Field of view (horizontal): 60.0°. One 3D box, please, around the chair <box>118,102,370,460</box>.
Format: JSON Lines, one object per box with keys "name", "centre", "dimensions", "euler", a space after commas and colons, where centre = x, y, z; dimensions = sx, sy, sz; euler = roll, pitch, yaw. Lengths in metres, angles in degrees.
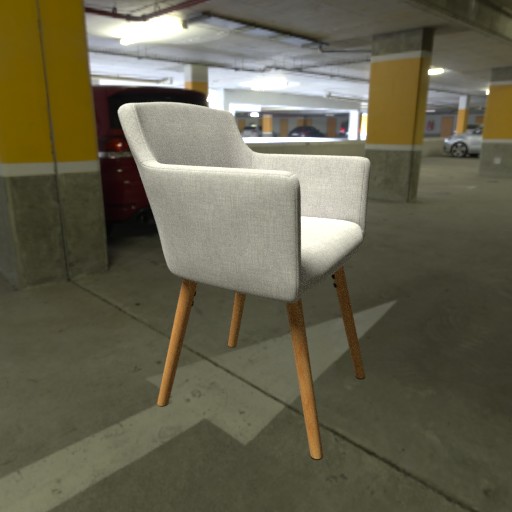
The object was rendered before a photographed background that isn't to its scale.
{"name": "chair", "centre": [0.000, 0.000, 1.174], "dimensions": [0.540, 0.780, 0.570], "euler": [8, 18, 26]}
